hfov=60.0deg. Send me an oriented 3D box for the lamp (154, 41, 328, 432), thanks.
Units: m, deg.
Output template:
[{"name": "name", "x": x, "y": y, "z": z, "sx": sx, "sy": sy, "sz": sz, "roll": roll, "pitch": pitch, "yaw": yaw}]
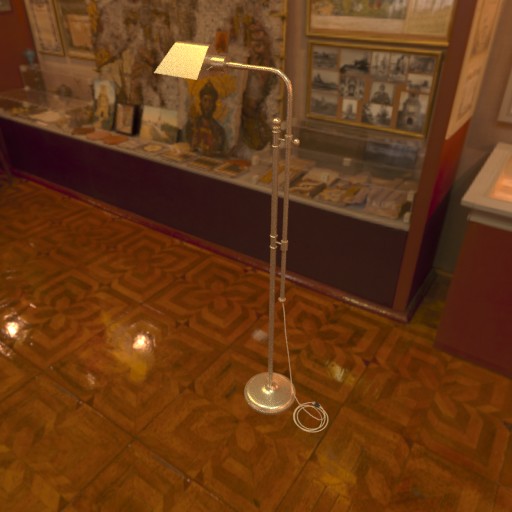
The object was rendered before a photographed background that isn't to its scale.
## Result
[{"name": "lamp", "x": 0.000, "y": 0.000, "z": 1.845, "sx": 0.813, "sy": 1.571, "sz": 0.256, "roll": 22, "pitch": 38, "yaw": 30}]
